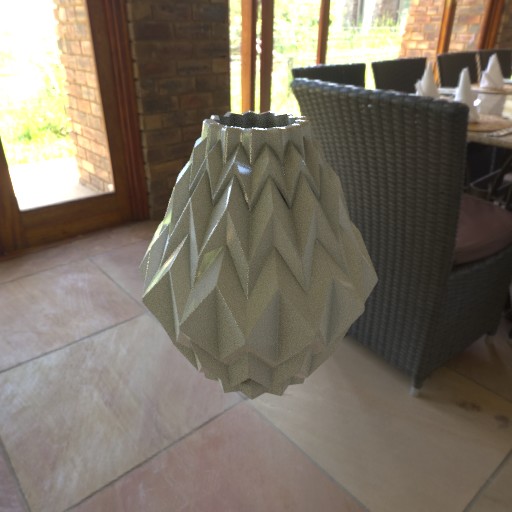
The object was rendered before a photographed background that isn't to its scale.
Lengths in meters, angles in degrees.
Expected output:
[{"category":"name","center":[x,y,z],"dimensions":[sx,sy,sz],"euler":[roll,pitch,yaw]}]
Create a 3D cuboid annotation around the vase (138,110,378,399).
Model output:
[{"category":"vase","center":[0.000,0.000,0.308],"dimensions":[0.164,0.185,0.164],"euler":[0,27,0]}]
